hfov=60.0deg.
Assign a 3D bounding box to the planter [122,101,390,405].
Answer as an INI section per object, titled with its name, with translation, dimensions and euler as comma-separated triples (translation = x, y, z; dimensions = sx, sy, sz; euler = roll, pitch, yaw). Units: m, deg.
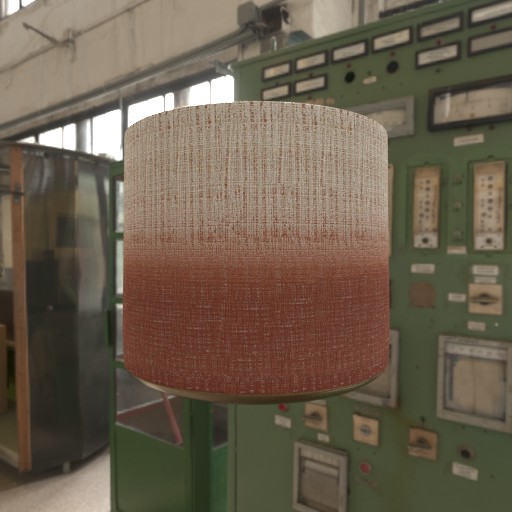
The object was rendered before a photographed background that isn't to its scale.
[planter]
translation = 0.000, 0.000, 0.307
dimensions = 0.178, 0.157, 0.178
euler = 0, 1, 0
